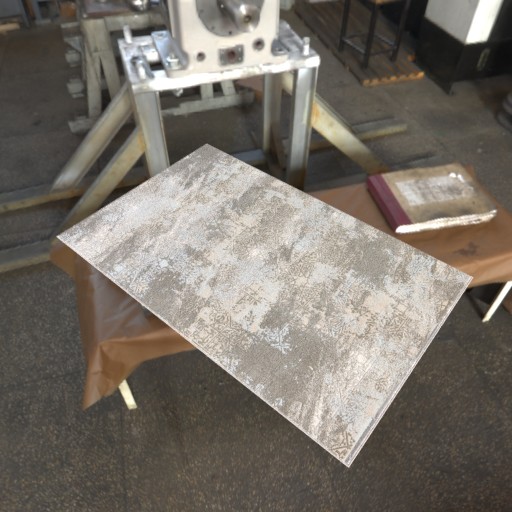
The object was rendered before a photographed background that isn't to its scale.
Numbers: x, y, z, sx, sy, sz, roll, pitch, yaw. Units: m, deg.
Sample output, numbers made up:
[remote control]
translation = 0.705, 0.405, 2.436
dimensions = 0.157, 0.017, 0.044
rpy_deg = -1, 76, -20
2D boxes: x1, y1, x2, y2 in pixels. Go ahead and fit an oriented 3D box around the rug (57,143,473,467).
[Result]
[rug]
translation = 0.000, 0.000, 3.037
dimensions = 2.431, 0.012, 1.536
rpy_deg = 32, 55, 26
